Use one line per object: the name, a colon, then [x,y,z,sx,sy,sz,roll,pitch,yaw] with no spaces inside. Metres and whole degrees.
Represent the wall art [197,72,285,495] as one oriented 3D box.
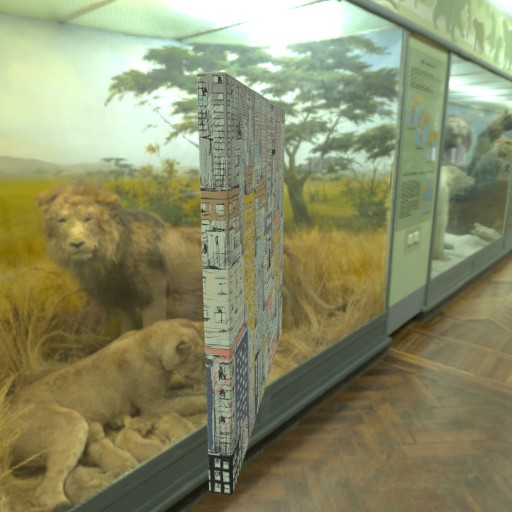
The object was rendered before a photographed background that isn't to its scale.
wall art: [0.000,0.000,1.125,0.048,0.762,0.761,3,14,10]
